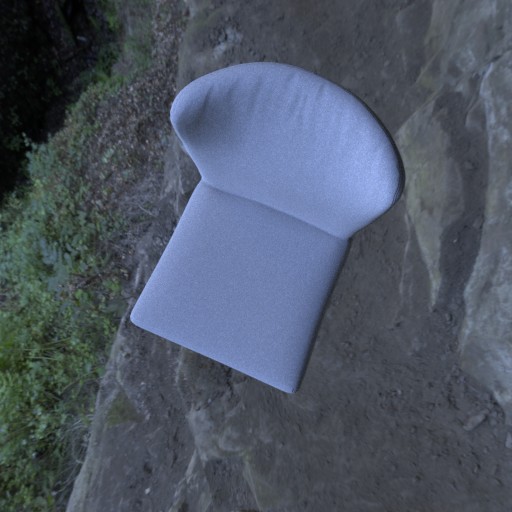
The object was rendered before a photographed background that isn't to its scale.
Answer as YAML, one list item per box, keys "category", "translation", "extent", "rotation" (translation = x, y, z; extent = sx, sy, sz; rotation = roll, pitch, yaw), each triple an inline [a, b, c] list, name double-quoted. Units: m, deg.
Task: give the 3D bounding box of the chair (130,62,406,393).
- category: "chair"
  translation: [0.000, 0.000, 1.197]
  extent: [0.491, 0.839, 0.592]
  rotation: [22, 78, 5]
